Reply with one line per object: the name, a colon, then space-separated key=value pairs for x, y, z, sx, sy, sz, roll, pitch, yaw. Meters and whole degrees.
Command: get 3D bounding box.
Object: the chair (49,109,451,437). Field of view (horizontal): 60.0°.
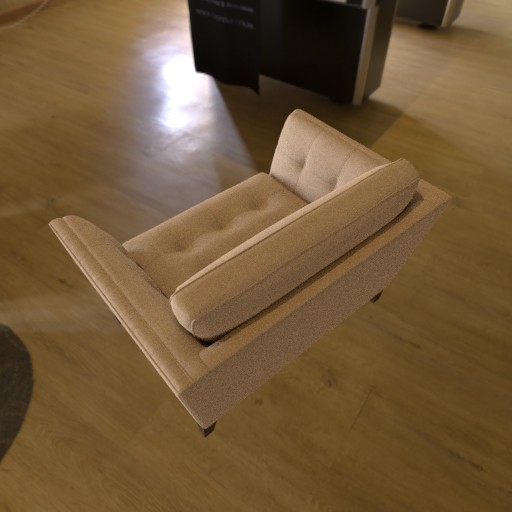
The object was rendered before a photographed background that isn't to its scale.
chair: x=0.000 y=0.000 z=2.056 sx=1.397 sy=0.940 sz=0.965 roll=-32 pitch=55 yaw=-26
